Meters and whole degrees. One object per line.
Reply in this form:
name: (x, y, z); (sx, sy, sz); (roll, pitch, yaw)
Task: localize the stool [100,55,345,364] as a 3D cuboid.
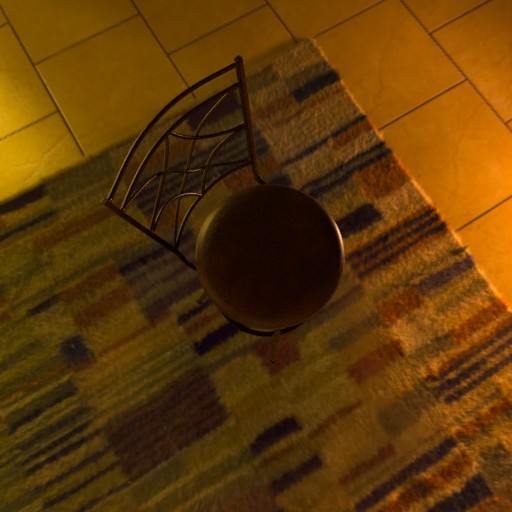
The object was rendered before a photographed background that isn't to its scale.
stool: (0.000, 0.000, 1.420); (0.534, 1.117, 0.434); (38, 79, 9)
